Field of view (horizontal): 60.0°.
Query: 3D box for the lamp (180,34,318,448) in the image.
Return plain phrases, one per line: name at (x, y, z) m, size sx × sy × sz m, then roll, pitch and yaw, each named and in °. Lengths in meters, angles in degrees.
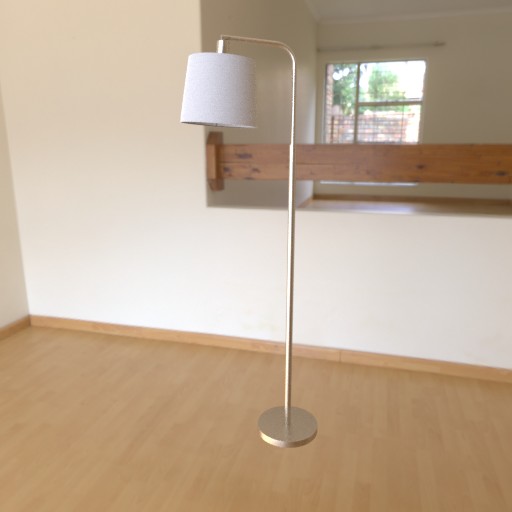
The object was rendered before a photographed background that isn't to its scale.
lamp at (0.000, 0.000, 1.624) m, size 0.508 × 1.478 × 0.254 m, roll -2°, pitch 14°, yaw -9°
